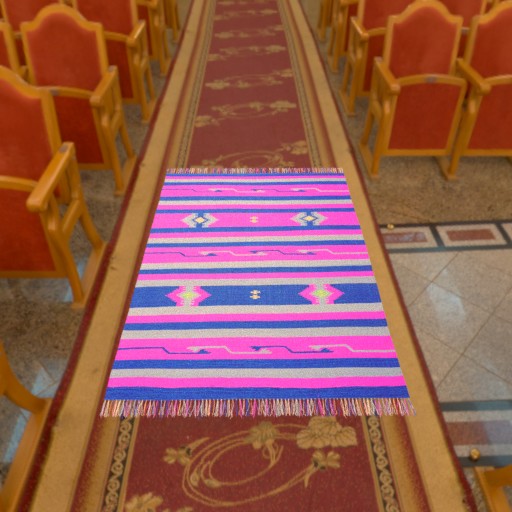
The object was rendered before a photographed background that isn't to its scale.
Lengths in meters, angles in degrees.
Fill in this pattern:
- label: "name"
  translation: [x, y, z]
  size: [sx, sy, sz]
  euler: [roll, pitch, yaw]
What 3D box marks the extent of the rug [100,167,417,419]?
- label: "rug"
  translation: [0.000, 0.000, 3.004]
  size: [1.539, 0.013, 2.350]
  euler: [0, 42, 0]
